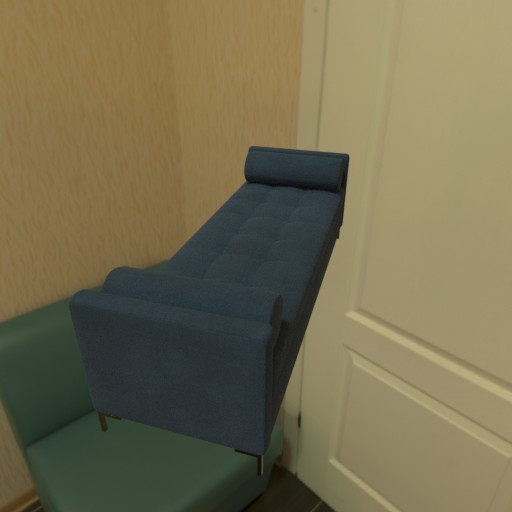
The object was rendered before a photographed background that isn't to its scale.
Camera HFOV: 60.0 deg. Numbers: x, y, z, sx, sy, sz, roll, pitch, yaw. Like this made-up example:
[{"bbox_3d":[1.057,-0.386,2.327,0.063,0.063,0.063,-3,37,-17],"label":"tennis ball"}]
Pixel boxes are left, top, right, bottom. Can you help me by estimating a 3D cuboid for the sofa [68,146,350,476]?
[{"bbox_3d":[0.000,0.000,2.321,0.686,0.635,1.981,9,30,15],"label":"sofa"}]
